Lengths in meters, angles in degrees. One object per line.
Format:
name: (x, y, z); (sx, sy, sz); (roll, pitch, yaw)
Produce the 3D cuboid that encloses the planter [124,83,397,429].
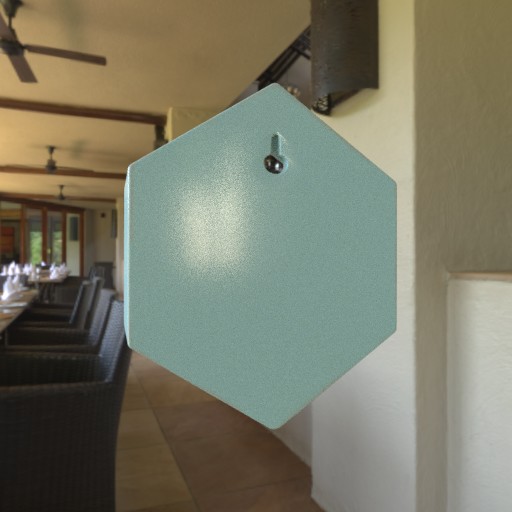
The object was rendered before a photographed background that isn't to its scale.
planter: (0.000, 0.000, 0.300); (0.169, 0.207, 0.078); (0, 0, -18)
